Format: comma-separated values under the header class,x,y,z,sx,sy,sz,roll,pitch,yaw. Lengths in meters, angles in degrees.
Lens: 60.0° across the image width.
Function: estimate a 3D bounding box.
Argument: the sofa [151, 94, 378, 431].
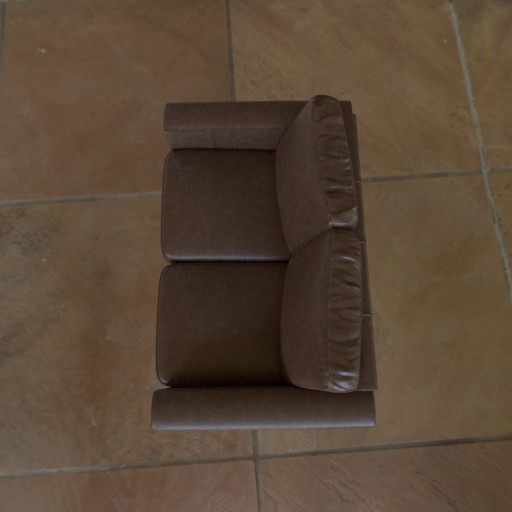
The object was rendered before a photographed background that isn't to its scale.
class,x,y,z,sx,sy,sz,roll,pitch,yaw
sofa,0.000,0.000,2.229,1.016,0.873,1.616,-1,76,0
